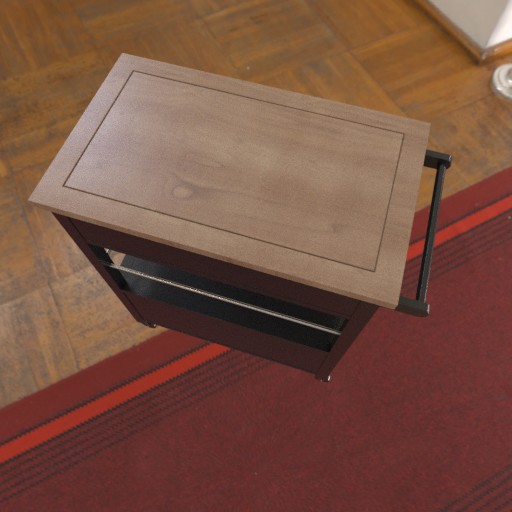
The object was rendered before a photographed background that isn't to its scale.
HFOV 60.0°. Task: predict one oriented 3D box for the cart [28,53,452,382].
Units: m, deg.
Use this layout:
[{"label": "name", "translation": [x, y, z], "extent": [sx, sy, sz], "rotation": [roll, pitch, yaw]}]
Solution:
[{"label": "cart", "translation": [0.000, 0.000, 1.355], "extent": [0.840, 0.901, 0.459], "rotation": [16, 65, 8]}]
